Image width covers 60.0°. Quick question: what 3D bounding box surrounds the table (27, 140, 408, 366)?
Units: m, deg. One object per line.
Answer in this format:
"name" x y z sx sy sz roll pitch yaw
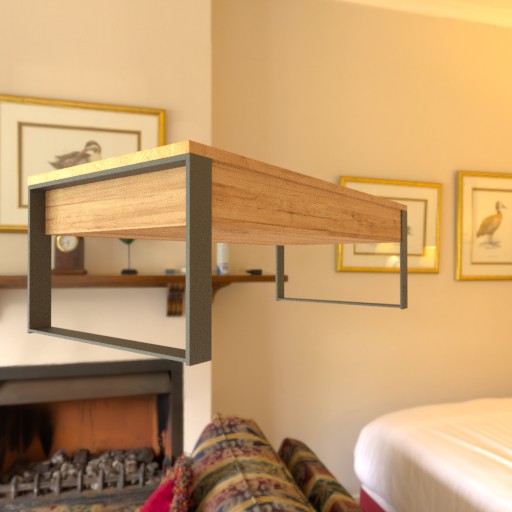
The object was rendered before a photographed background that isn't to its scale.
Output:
"table" 0.000 0.000 1.430 0.590 0.400 1.180 0 -1 37
